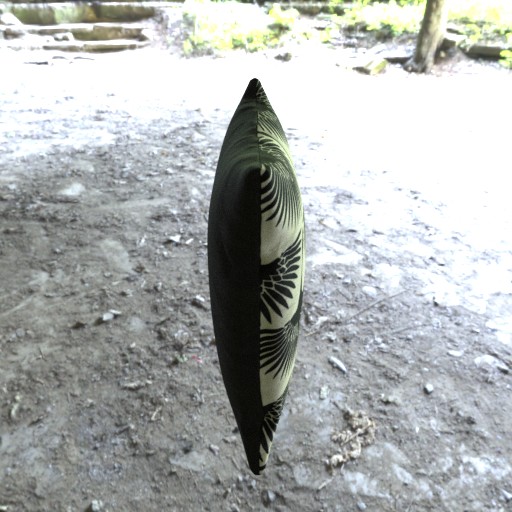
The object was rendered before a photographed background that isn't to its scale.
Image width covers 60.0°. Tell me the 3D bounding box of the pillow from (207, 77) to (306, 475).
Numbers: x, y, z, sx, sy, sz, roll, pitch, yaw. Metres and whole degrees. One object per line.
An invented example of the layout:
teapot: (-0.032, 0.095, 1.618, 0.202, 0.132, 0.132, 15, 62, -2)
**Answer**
pillow: (0.000, 0.000, 0.667, 0.139, 0.432, 0.432, 0, 32, -1)
